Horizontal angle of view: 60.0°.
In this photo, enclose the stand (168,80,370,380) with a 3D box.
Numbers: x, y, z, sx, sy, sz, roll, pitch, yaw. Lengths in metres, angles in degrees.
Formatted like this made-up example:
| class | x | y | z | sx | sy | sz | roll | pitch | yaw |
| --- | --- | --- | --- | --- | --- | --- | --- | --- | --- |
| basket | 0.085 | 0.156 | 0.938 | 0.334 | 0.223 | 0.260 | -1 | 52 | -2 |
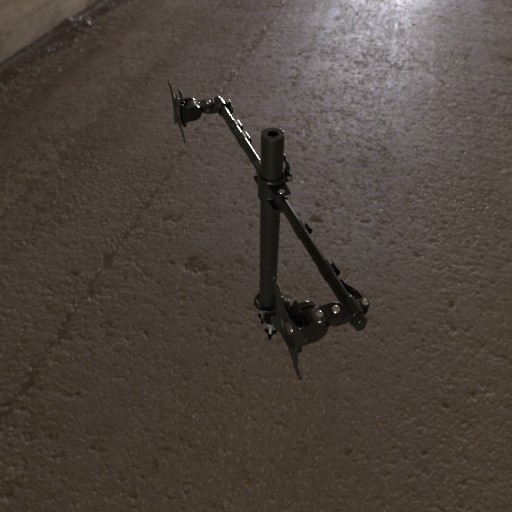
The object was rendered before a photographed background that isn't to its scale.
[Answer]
| class | x | y | z | sx | sy | sz | roll | pitch | yaw |
| --- | --- | --- | --- | --- | --- | --- | --- | --- | --- |
| stand | 0.000 | 0.000 | 0.985 | 0.150 | 0.603 | 0.743 | -16 | 49 | -14 |
